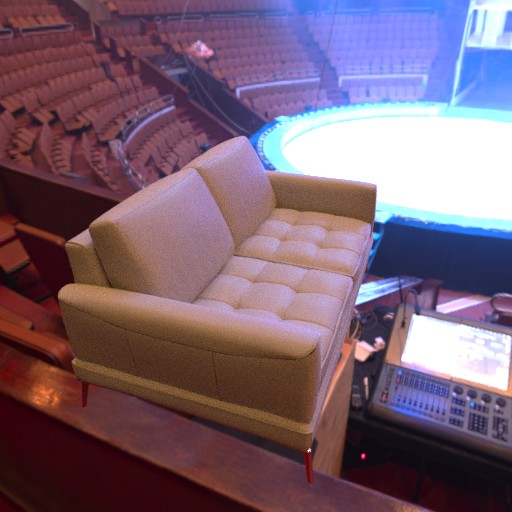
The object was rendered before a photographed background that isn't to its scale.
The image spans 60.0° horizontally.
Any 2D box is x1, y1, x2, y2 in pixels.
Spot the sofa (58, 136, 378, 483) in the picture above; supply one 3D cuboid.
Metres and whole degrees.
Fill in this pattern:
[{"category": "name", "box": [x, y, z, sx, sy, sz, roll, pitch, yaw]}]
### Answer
[{"category": "sofa", "box": [0.000, 0.000, 2.405, 1.121, 0.930, 1.819, 10, 30, 18]}]
